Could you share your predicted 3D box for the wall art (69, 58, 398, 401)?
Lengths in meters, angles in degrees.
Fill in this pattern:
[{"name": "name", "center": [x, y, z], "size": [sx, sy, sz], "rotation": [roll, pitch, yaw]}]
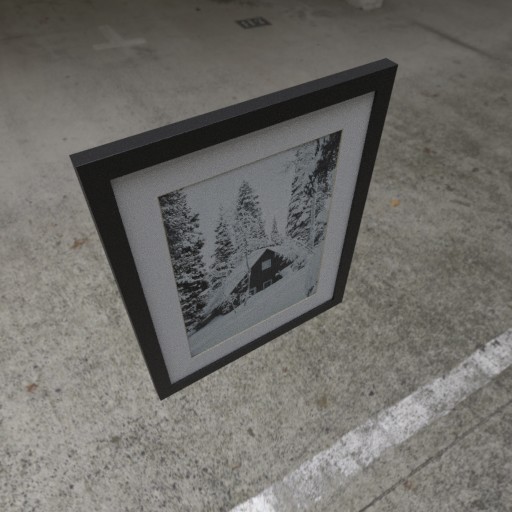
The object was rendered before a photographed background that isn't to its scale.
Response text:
[{"name": "wall art", "center": [0.000, 0.000, 0.537], "size": [0.325, 0.397, 0.018], "rotation": [-25, 52, -21]}]
